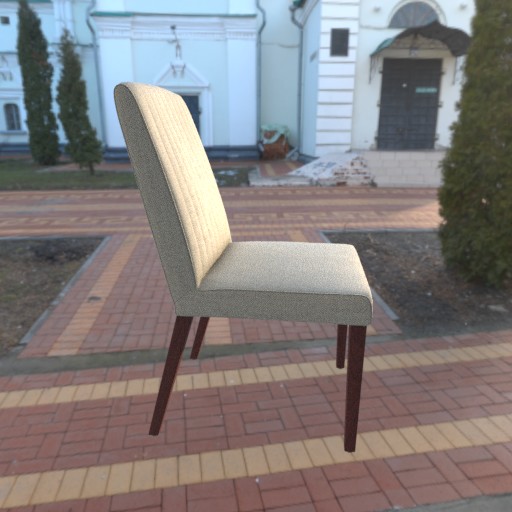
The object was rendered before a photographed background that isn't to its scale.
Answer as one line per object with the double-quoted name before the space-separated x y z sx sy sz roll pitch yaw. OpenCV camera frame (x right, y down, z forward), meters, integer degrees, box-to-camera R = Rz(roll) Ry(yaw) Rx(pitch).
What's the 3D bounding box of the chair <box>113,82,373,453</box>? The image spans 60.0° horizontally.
"chair" 0.000 0.000 1.240 0.594 0.900 0.480 2 16 7
